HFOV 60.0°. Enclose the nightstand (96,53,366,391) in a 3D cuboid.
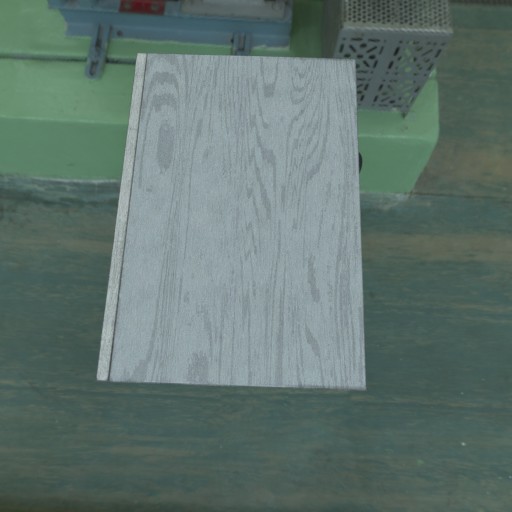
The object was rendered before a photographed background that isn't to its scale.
[{"bbox_3d":[0.000,0.000,1.093,0.483,0.673,0.612,2,74,1],"label":"nightstand"}]
